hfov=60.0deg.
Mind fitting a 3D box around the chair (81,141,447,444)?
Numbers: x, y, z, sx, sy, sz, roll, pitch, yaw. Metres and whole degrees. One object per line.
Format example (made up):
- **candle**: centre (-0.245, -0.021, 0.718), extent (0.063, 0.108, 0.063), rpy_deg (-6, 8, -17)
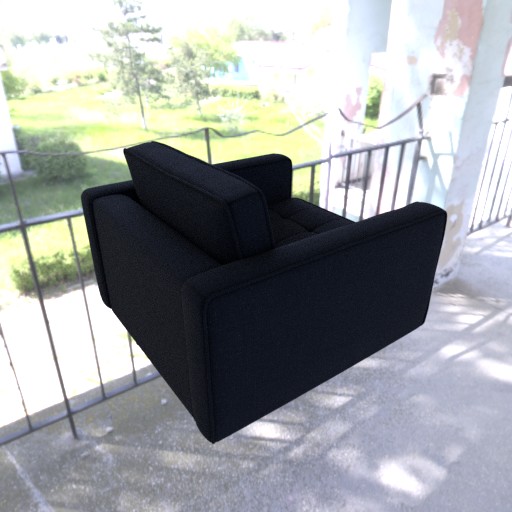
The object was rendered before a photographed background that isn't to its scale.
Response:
- **chair**: centre (0.000, 0.000, 1.580), extent (0.920, 0.770, 0.899), rpy_deg (-18, 33, -31)
